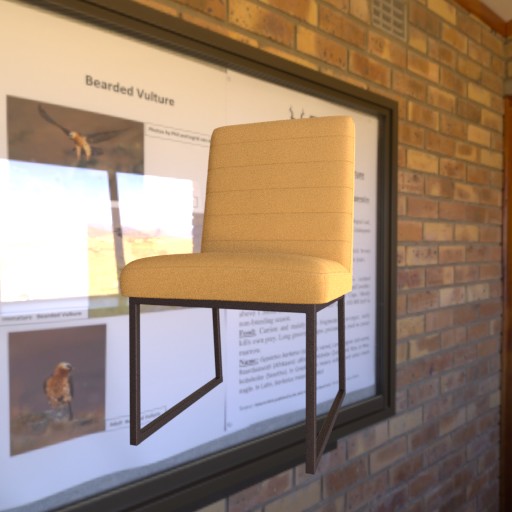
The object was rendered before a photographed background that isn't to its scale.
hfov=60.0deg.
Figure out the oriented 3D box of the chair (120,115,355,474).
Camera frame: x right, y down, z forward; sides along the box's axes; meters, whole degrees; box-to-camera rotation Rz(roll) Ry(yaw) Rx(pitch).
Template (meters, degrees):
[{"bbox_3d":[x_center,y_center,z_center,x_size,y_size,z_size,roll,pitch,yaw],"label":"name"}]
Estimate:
[{"bbox_3d":[0.000,0.000,1.301,0.520,0.930,0.634,0,1,18],"label":"chair"}]
